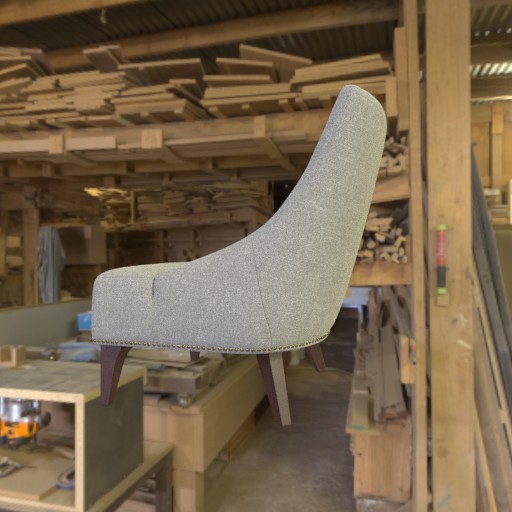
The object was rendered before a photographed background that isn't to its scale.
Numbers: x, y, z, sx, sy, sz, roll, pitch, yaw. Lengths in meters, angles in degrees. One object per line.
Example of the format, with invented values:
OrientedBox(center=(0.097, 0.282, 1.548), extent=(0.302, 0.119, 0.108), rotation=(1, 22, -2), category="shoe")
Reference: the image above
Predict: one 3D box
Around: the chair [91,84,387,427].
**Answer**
OrientedBox(center=(0.000, 0.000, 1.524), extent=(0.861, 0.909, 0.701), rotation=(0, 0, 18), category="chair")
